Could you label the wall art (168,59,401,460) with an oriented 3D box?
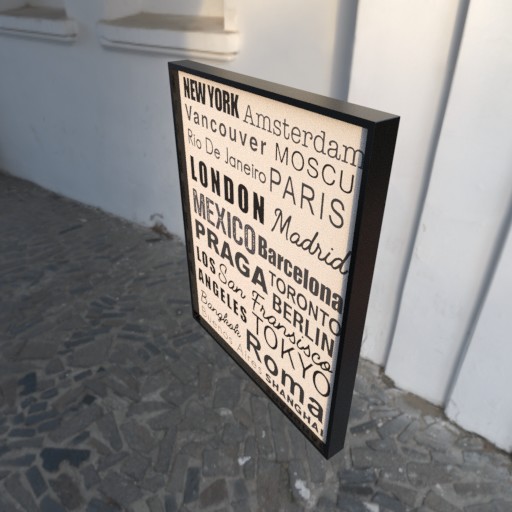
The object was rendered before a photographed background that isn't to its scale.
[{"bbox_3d":[0.000,0.000,0.742,0.038,0.551,0.448,-21,38,-30],"label":"wall art"}]
